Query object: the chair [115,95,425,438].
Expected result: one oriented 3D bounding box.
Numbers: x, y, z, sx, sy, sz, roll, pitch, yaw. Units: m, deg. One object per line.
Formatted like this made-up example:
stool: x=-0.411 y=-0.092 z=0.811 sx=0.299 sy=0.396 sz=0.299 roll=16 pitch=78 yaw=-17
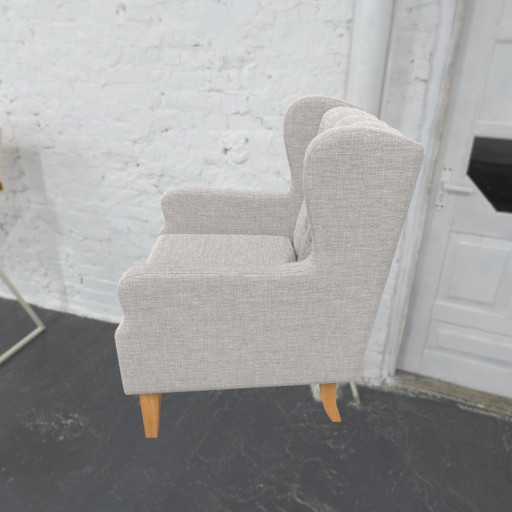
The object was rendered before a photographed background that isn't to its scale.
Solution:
chair: x=0.000 y=0.000 z=1.453 sx=0.760 sy=0.930 sz=0.710 roll=-1 pitch=26 yaw=-1
